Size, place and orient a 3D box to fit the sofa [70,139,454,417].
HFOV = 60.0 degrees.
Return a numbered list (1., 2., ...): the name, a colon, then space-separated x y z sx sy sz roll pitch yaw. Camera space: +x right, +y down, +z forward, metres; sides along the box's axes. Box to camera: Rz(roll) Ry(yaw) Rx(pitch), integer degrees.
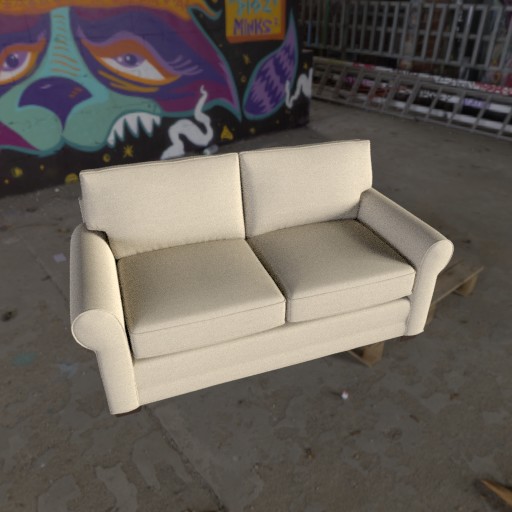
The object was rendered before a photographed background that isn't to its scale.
1. sofa: 0.000 0.000 2.289 1.774 0.933 0.861 -10 33 -17
